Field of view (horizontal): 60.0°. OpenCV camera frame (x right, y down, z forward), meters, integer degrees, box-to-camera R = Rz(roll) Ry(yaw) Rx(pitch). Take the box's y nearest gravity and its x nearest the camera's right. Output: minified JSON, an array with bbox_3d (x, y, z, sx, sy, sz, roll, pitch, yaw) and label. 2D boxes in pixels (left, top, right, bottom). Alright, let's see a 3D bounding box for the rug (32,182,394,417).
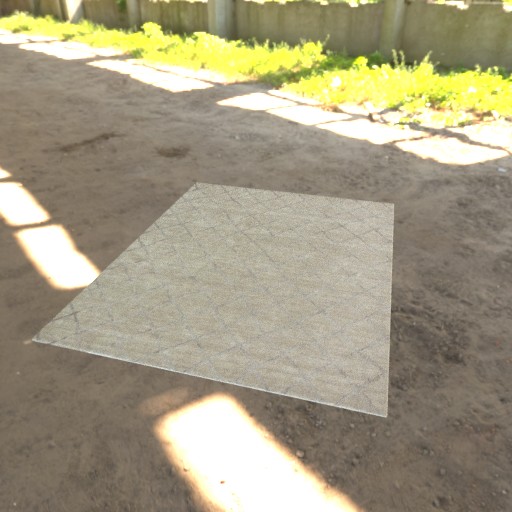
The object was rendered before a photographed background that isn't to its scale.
[{"bbox_3d":[0.000,0.000,4.083,2.420,0.019,3.038,8,32,13],"label":"rug"}]
